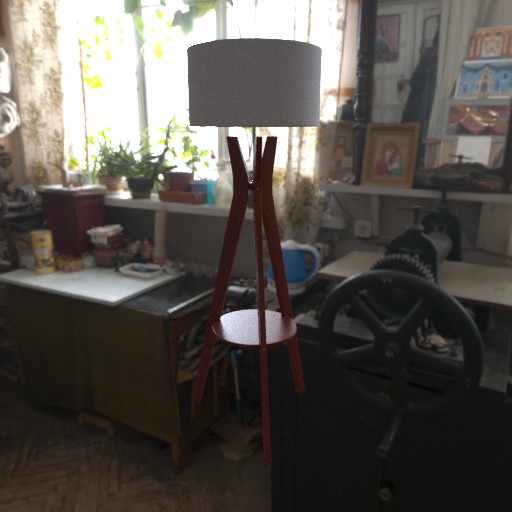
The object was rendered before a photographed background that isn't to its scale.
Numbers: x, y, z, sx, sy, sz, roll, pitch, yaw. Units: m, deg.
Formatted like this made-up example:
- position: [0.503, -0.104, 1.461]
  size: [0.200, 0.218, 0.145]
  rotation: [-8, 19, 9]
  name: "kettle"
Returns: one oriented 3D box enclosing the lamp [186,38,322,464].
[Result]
- position: [0.000, 0.000, 1.722]
  size: [0.539, 1.472, 0.542]
  rotation: [-3, 16, -10]
  name: "lamp"
